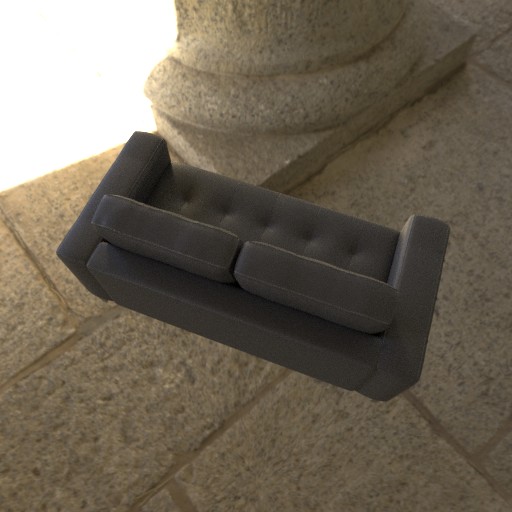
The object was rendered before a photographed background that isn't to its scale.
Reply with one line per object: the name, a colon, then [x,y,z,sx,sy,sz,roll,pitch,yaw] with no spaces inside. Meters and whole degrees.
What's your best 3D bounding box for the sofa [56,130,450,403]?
sofa: [0.000,0.000,2.247,1.726,0.892,0.833,18,65,9]
